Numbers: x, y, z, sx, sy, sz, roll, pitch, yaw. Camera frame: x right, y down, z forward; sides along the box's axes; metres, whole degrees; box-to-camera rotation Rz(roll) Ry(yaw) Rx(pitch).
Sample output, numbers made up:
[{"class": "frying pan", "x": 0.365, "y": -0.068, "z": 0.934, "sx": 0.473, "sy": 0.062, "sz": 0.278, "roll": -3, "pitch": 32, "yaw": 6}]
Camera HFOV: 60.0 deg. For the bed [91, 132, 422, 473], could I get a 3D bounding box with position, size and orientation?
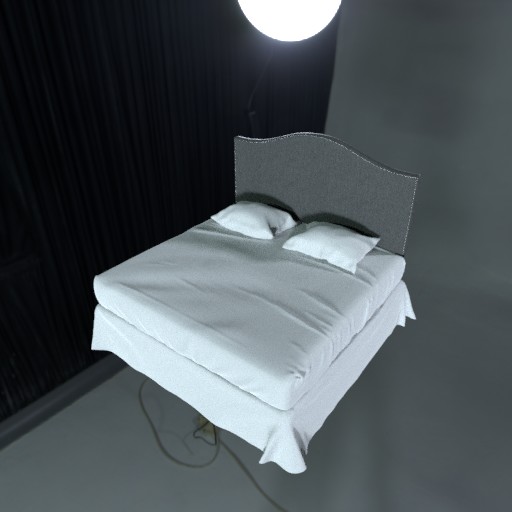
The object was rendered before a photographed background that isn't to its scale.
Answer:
[{"class": "bed", "x": 0.000, "y": 0.000, "z": 3.789, "sx": 2.314, "sy": 1.651, "sz": 2.219, "roll": 21, "pitch": 36, "yaw": 31}]
